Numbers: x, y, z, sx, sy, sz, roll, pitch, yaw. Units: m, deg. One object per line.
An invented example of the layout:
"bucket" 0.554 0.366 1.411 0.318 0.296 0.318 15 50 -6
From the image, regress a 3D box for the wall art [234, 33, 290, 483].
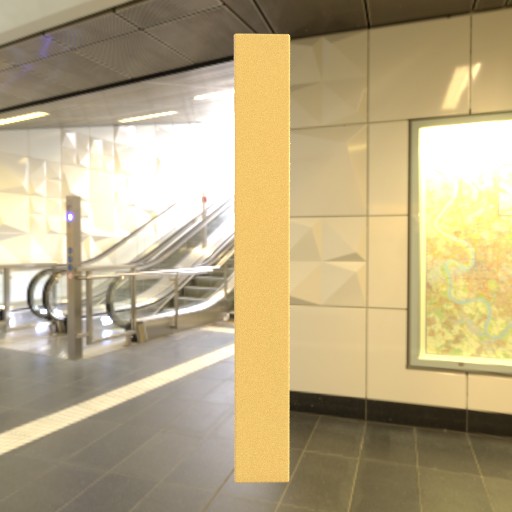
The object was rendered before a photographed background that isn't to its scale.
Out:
"wall art" 0.000 0.000 0.452 0.038 0.305 0.305 0 1 -2
